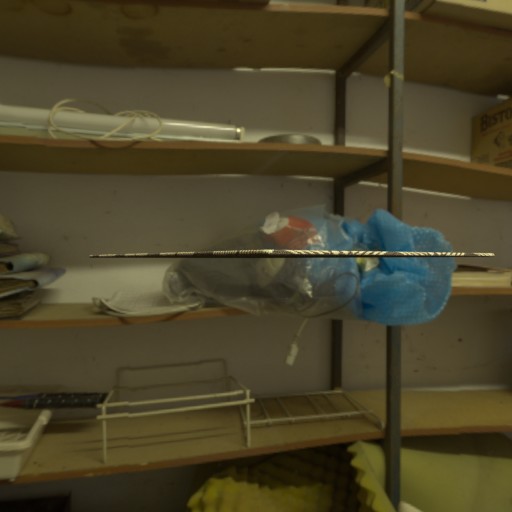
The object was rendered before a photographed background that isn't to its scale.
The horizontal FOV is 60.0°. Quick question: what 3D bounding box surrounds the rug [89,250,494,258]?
[{"bbox_3d":[0.000,0.000,2.292,1.210,0.016,1.833,0,-1,-35],"label":"rug"}]
